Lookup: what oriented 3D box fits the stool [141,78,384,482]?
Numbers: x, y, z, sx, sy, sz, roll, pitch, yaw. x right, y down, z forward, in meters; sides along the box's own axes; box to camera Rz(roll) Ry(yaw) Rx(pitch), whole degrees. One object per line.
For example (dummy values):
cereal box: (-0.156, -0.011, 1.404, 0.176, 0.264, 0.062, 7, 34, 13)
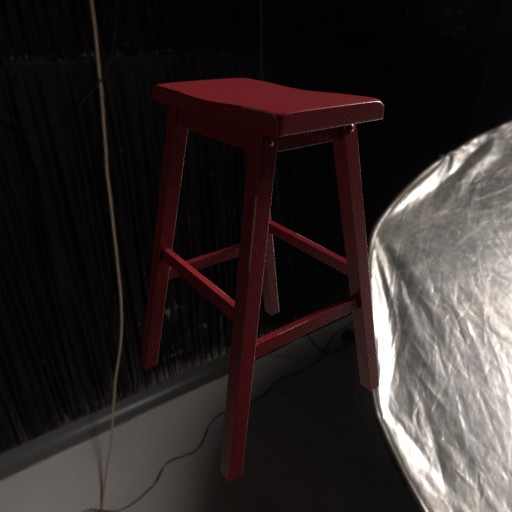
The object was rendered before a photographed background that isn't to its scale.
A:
stool: (0.000, 0.000, 1.045, 0.476, 0.737, 0.457, -19, 33, -31)
